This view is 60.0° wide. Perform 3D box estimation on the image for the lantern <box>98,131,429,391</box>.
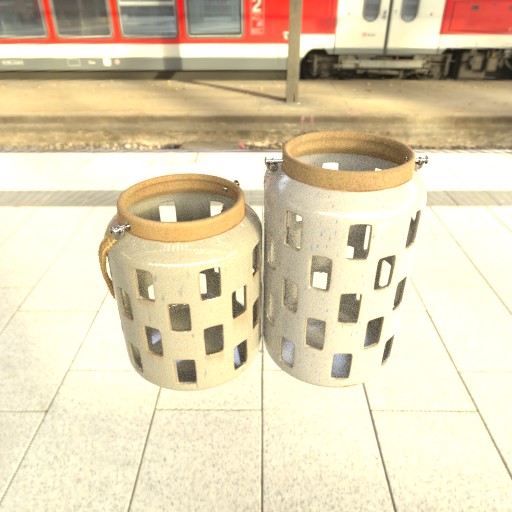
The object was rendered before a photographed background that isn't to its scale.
[{"bbox_3d":[0.000,0.000,0.508,0.347,0.255,0.184,-1,32,-1],"label":"lantern"}]
